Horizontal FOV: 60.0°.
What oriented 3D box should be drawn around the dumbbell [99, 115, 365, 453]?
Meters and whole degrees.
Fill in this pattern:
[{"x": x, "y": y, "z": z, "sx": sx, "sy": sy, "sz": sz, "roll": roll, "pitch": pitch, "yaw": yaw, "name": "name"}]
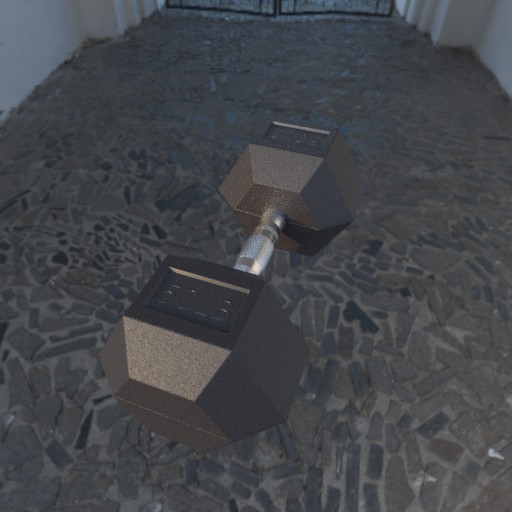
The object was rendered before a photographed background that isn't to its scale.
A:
[{"x": 0.000, "y": 0.000, "z": 0.474, "sx": 0.173, "sy": 0.150, "sz": 0.384, "roll": 15, "pitch": 47, "yaw": 14, "name": "dumbbell"}]
